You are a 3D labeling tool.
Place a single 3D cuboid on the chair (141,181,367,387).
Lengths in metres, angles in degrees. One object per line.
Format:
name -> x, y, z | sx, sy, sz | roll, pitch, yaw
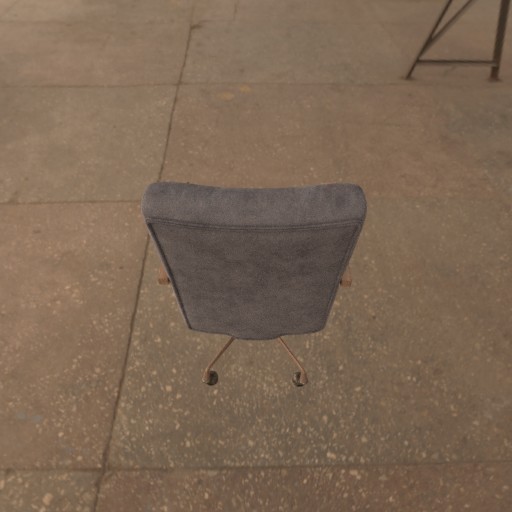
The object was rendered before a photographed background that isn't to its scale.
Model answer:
chair -> 0.000, 0.000, 1.533 | 0.640, 1.029, 0.741 | 1, 46, 1
